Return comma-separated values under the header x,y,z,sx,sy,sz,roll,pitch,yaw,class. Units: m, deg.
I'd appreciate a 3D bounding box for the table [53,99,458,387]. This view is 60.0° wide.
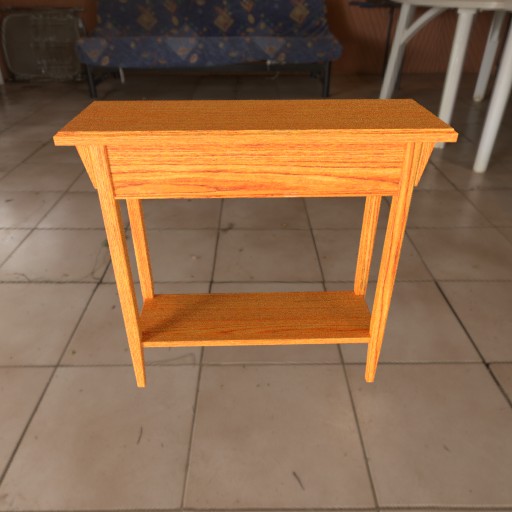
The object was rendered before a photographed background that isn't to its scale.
x,y,z,sx,sy,sz,roll,pitch,yaw,class
0.000,0.000,1.126,0.762,0.711,0.254,-1,32,-1,table
